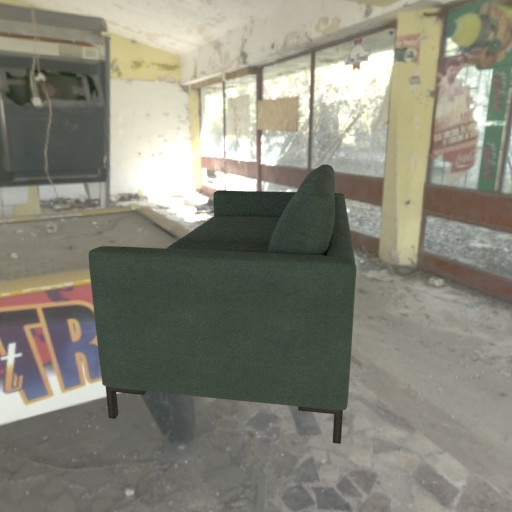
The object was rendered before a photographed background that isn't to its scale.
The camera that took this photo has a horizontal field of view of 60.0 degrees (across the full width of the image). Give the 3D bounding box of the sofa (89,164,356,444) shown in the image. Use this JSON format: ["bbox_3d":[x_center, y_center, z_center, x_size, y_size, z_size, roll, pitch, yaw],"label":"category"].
[{"bbox_3d":[0.000,0.000,2.189,0.875,0.817,1.676,3,15,9],"label":"sofa"}]
